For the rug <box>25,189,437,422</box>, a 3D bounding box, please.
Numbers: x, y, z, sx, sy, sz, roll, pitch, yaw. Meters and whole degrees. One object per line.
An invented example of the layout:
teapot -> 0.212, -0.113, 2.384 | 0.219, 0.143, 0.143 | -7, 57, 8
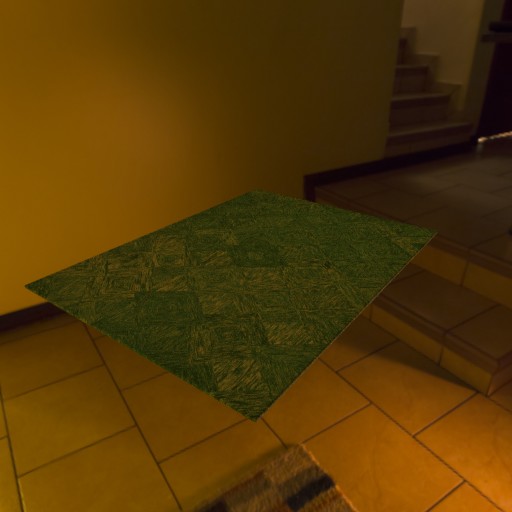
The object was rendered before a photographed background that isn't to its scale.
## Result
rug -> 0.000, 0.000, 4.191 | 2.405, 0.027, 3.217 | 18, 32, 32
